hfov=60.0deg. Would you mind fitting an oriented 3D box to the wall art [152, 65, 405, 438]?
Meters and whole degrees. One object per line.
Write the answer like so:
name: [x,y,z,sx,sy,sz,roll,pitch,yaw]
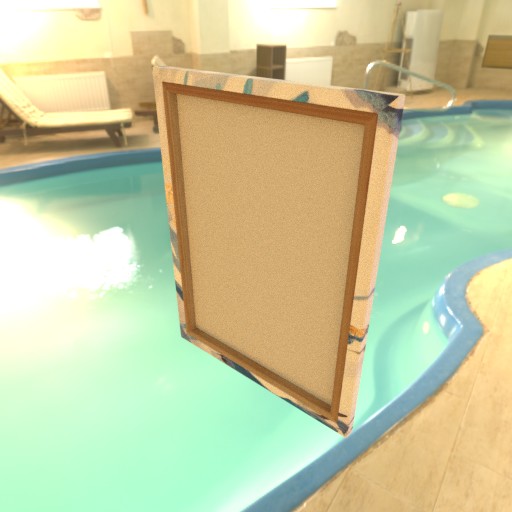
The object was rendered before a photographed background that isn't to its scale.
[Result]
wall art: [0.000,0.000,1.348,0.761,1.015,0.038,22,36,34]
